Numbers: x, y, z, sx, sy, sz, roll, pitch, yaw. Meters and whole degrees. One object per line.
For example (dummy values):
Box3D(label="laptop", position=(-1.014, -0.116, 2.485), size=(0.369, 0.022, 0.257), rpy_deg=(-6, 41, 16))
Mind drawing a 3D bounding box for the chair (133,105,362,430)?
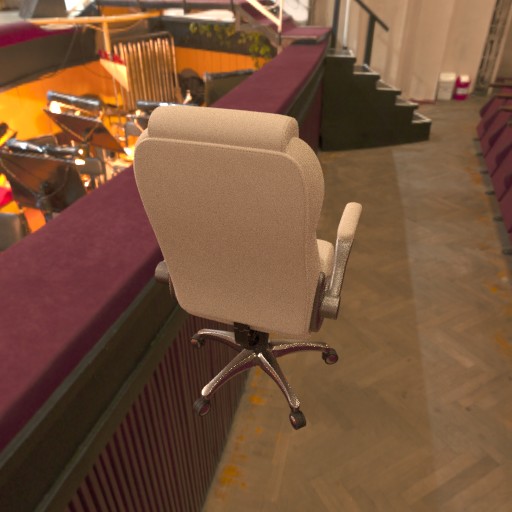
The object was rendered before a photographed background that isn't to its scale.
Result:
Box3D(label="chair", position=(0.000, 0.000, 1.811), size=(0.755, 1.330, 0.806), rpy_deg=(10, 34, 16))
